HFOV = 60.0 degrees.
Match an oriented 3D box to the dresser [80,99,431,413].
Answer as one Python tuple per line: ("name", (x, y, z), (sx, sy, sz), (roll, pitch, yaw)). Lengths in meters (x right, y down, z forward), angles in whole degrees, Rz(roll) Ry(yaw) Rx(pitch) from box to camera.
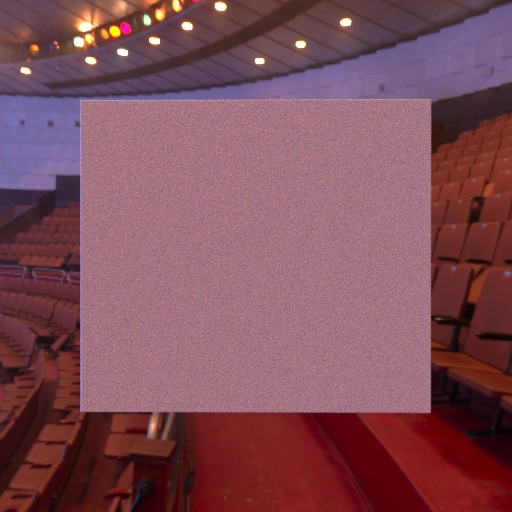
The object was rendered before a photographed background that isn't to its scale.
("dresser", (0.000, 0.000, 1.258), (0.830, 0.740, 0.420), (0, 0, 0))
